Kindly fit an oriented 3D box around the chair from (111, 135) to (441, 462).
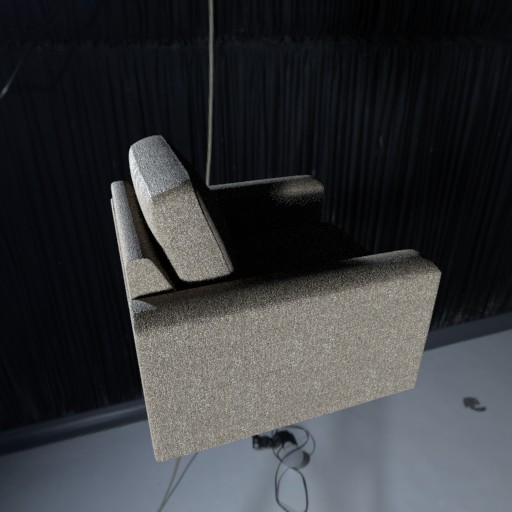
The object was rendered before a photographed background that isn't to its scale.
[{"bbox_3d":[0.000,0.000,1.759,1.016,0.873,1.005,-10,31,-17],"label":"chair"}]
